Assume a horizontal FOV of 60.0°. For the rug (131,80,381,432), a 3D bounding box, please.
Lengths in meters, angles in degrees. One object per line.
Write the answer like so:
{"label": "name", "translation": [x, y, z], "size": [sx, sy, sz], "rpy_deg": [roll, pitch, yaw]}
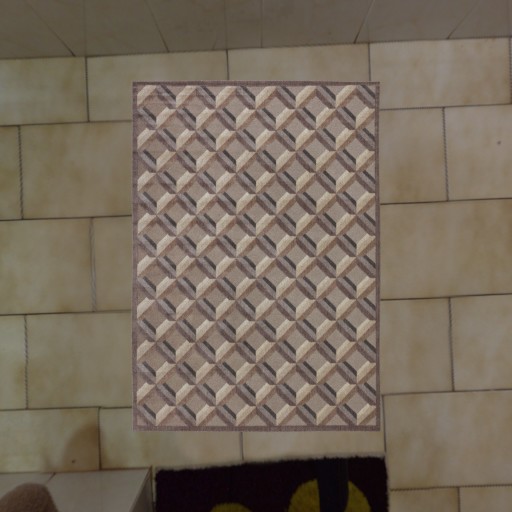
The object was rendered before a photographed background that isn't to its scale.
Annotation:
{"label": "rug", "translation": [0.000, 0.000, 2.849], "size": [1.600, 0.013, 2.260], "rpy_deg": [0, 90, 0]}
